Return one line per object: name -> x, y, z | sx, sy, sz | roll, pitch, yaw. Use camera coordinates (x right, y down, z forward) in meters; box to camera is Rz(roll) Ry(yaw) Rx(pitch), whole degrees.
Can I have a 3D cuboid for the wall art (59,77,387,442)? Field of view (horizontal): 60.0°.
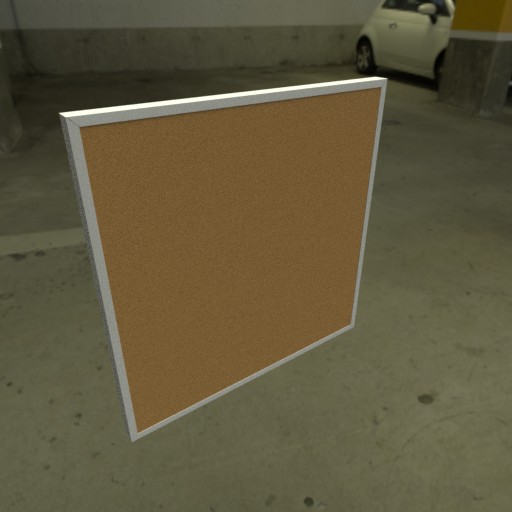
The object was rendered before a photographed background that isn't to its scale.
wall art -> 0.000, 0.000, 1.087 | 0.762, 0.762, 0.038 | -19, 34, -31
